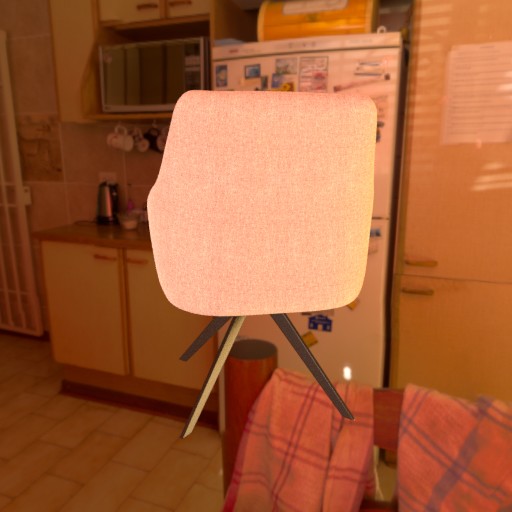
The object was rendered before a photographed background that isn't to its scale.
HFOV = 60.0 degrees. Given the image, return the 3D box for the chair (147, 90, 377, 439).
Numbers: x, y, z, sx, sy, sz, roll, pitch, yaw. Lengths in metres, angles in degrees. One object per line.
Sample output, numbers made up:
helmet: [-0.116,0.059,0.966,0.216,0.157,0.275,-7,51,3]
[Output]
chair: [0.000,0.000,1.352,0.642,0.874,0.677,-2,13,-10]
